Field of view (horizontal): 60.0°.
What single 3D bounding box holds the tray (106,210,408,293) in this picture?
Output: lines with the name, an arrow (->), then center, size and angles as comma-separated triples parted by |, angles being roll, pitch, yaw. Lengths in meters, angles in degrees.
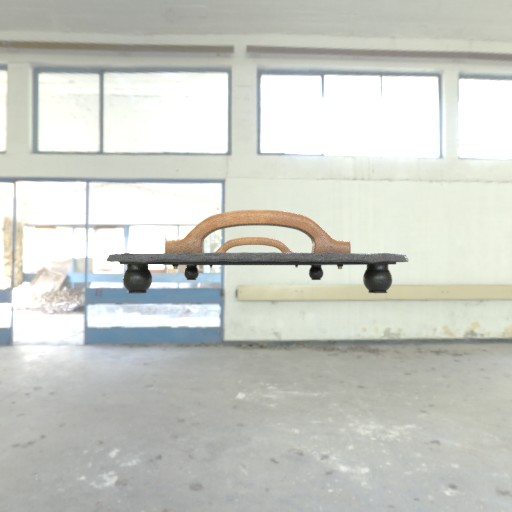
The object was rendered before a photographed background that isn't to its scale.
tray -> 0.000, 0.000, 0.486 | 0.231, 0.062, 0.387 | 0, -1, -1
